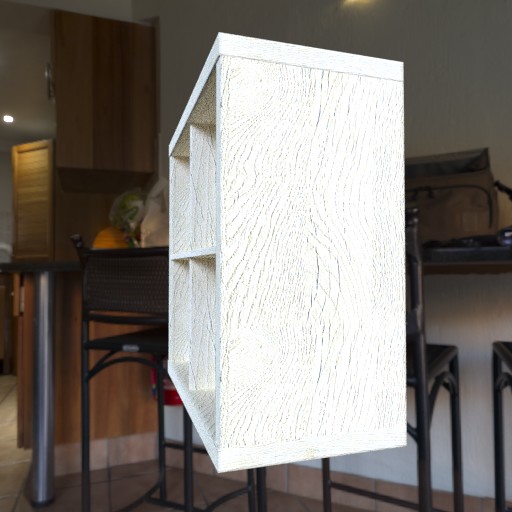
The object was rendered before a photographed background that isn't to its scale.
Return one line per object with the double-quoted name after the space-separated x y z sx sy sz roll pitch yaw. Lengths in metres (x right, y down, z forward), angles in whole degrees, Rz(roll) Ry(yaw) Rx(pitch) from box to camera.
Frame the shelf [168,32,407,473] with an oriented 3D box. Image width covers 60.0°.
0.000 0.000 1.226 0.390 0.786 0.790 0 -2 -18 "shelf"
